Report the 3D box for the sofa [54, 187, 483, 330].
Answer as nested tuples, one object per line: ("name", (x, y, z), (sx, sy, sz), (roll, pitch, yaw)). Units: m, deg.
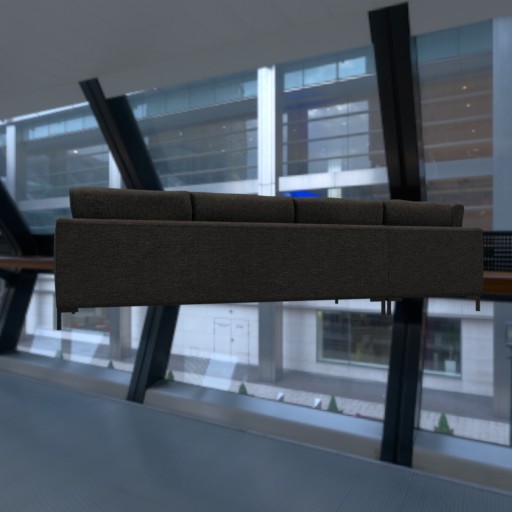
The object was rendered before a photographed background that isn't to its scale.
("sofa", (0.000, 0.000, 3.781), (2.949, 0.815, 2.007), (0, 0, -17))
